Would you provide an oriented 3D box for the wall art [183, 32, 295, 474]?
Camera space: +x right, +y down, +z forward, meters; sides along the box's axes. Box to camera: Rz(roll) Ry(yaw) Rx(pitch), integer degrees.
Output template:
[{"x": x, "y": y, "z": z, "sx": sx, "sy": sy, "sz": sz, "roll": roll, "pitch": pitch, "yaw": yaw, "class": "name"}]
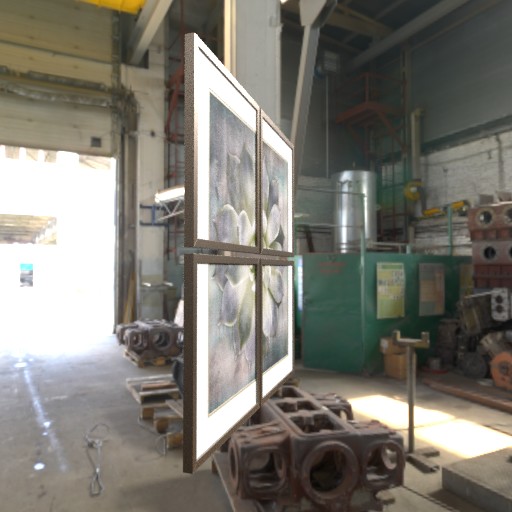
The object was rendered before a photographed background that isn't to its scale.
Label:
[{"x": 0.000, "y": 0.000, "z": 1.528, "sx": 0.030, "sy": 1.032, "sz": 1.032, "roll": 0, "pitch": -2, "yaw": 18, "class": "wall art"}]
